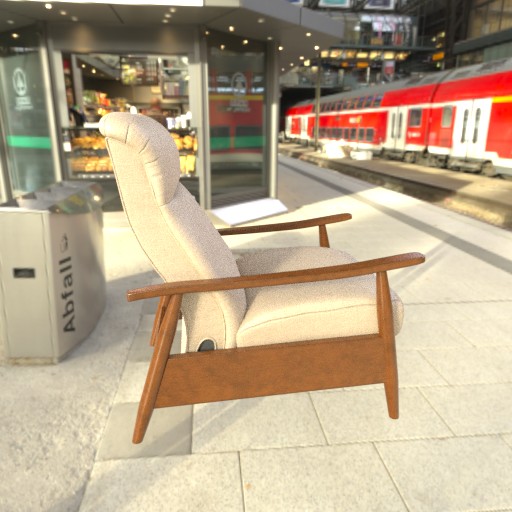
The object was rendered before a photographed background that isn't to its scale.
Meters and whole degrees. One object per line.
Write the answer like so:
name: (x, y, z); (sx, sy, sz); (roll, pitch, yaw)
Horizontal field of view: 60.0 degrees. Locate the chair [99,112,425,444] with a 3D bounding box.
chair: (0.000, 0.000, 1.770); (1.030, 1.082, 0.762); (-2, 17, -8)
